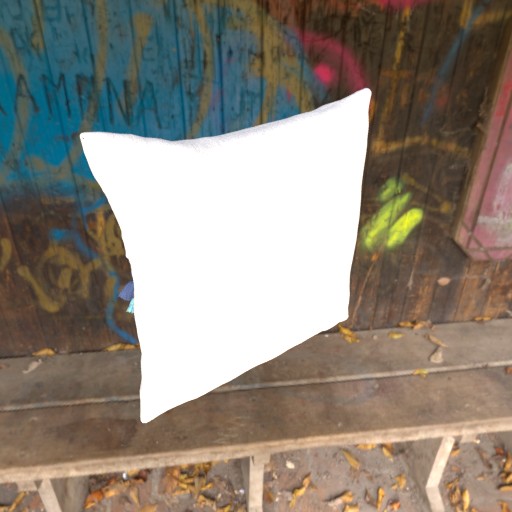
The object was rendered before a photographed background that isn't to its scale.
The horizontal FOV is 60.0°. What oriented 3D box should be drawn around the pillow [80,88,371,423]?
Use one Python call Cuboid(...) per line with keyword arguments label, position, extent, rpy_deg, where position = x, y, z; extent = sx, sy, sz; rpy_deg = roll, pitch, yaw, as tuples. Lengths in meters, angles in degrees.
Cuboid(label="pillow", position=(0.000, 0.000, 0.671), extent=(0.433, 0.436, 0.173), rpy_deg=(-20, 36, -29))
